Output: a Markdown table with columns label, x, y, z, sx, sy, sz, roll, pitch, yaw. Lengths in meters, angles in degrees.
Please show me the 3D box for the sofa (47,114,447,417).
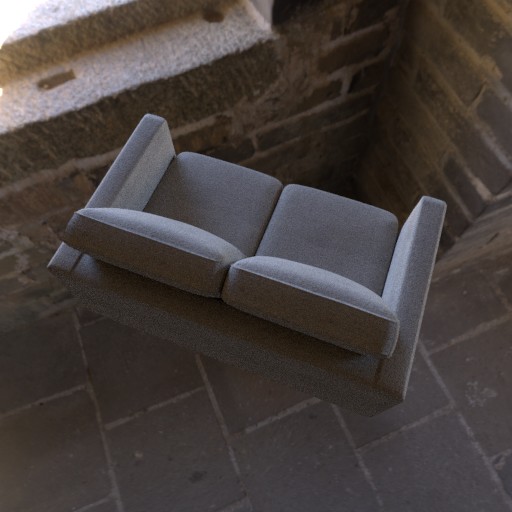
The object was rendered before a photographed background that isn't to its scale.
| label | x | y | z | sx | sy | sz | roll | pitch | yaw |
| --- | --- | --- | --- | --- | --- | --- | --- | --- | --- |
| sofa | 0.000 | 0.000 | 2.170 | 1.527 | 0.973 | 0.969 | 19 | 65 | 9 |
